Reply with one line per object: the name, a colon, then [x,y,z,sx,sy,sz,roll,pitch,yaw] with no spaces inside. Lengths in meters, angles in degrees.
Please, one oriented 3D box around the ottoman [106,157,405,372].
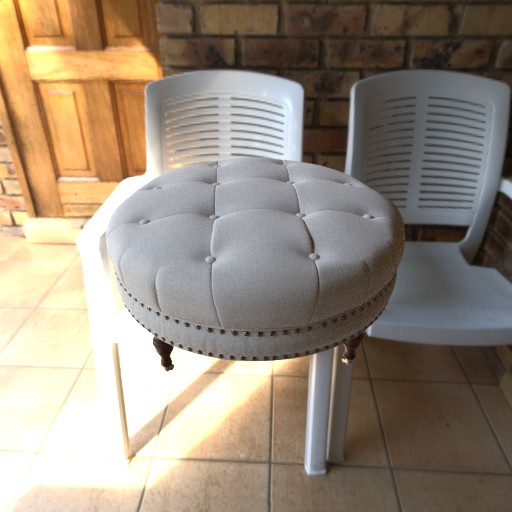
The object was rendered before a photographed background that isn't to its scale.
ottoman: [0.000,0.000,1.501,0.940,0.483,0.940,0,31,0]
